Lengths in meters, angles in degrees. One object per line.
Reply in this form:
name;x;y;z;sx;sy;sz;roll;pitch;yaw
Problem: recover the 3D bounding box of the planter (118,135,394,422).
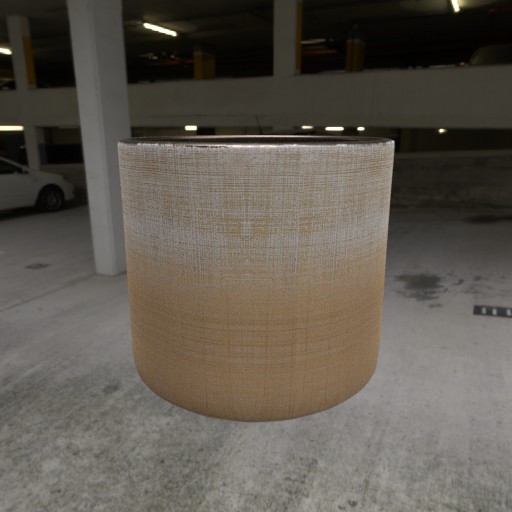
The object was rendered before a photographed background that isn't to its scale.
planter;0.000;0.000;0.389;0.221;0.201;0.221;0;16;0
